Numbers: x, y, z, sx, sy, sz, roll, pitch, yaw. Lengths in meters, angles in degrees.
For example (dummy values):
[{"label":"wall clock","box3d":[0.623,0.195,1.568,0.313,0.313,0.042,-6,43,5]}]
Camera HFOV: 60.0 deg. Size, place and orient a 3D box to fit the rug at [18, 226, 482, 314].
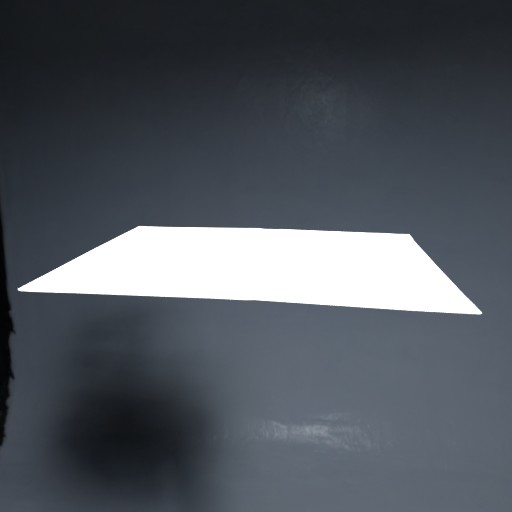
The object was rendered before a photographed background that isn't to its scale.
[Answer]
[{"label":"rug","box3d":[0.000,0.000,3.668,2.869,0.038,2.032,2,16,8]}]
